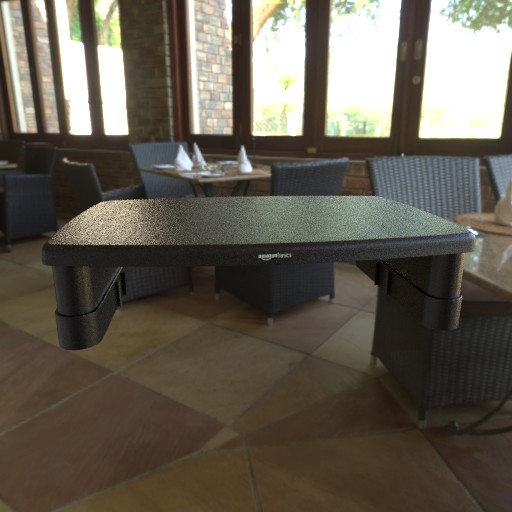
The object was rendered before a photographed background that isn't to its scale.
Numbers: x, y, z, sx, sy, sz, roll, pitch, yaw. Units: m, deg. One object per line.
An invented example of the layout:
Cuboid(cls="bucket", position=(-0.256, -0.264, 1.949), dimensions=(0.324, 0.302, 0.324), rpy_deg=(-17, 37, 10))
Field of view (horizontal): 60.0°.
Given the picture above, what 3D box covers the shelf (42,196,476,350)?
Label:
Cuboid(cls="shelf", position=(0.000, 0.000, 0.518), dimensions=(0.410, 0.100, 0.280), rpy_deg=(-2, 16, -6))
